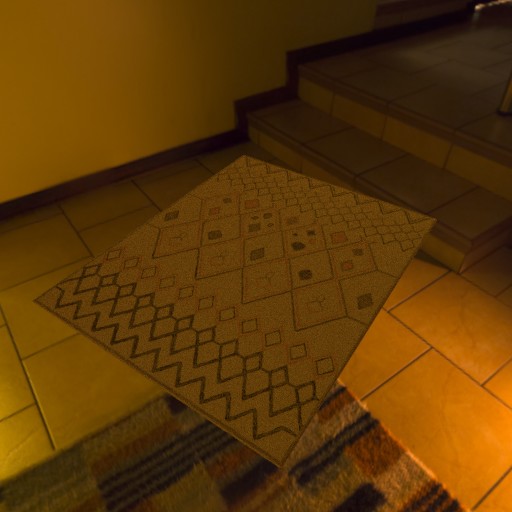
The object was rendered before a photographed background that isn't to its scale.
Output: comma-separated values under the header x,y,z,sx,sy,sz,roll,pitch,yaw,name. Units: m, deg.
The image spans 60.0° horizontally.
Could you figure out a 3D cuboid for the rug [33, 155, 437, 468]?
x,y,z,sx,sy,sz,roll,pitch,yaw,name
0.000,0.000,4.127,2.441,0.016,3.050,24,46,25,rug
